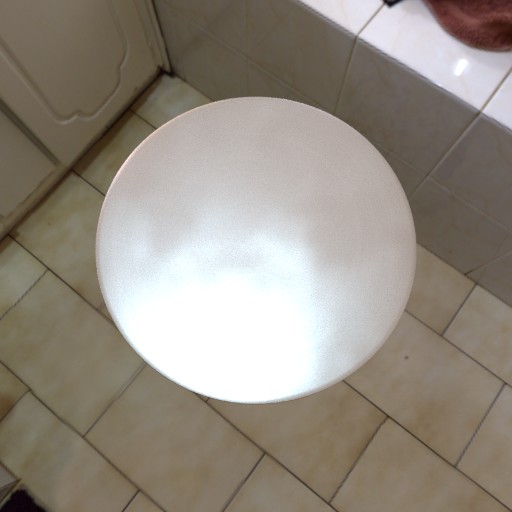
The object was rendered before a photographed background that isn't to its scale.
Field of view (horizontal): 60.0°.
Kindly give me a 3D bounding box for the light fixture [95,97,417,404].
[{"bbox_3d":[0.000,0.000,0.452,0.280,0.135,0.280,0,75,0],"label":"light fixture"}]
